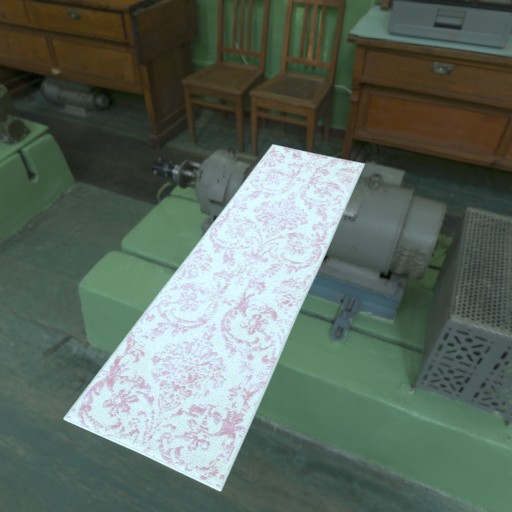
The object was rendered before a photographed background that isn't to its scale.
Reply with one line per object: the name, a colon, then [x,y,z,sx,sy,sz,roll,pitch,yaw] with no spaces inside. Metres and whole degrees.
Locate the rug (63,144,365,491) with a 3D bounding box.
rug: [0.000,0.000,2.308,0.662,0.011,2.196,16,46,16]
